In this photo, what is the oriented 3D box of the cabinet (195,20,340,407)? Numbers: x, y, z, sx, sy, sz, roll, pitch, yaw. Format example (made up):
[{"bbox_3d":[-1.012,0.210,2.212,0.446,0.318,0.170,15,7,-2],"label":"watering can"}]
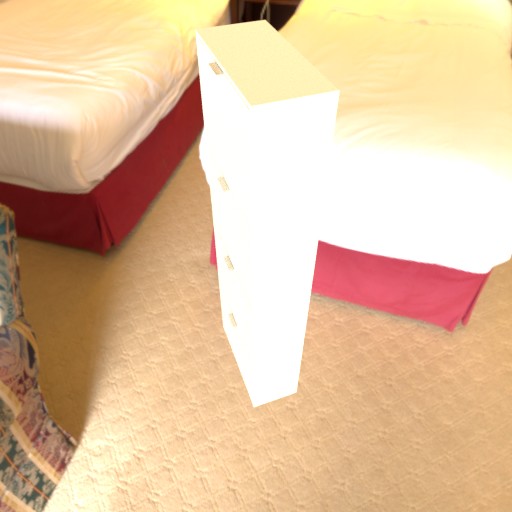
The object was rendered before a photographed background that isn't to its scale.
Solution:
[{"bbox_3d":[0.000,0.000,1.838,0.255,1.630,0.520,-15,48,-14],"label":"cabinet"}]
